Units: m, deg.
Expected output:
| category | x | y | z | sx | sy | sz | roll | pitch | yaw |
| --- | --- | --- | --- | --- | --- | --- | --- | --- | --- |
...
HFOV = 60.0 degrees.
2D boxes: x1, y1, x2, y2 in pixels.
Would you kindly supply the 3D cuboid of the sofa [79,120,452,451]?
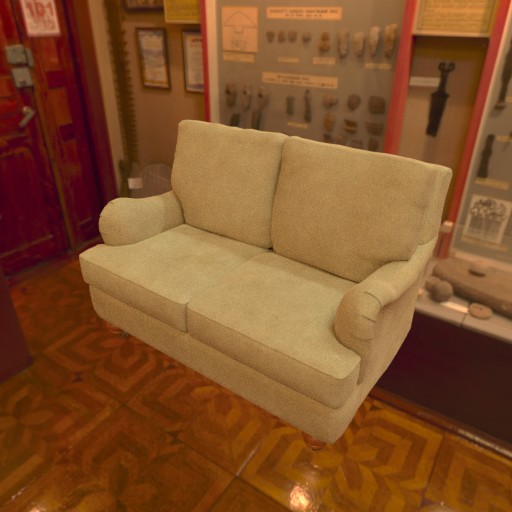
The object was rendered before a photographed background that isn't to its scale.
| category | x | y | z | sx | sy | sz | roll | pitch | yaw |
| --- | --- | --- | --- | --- | --- | --- | --- | --- | --- |
| sofa | 0.000 | 0.000 | 2.205 | 1.498 | 1.087 | 1.086 | 20 | 35 | 30 |
